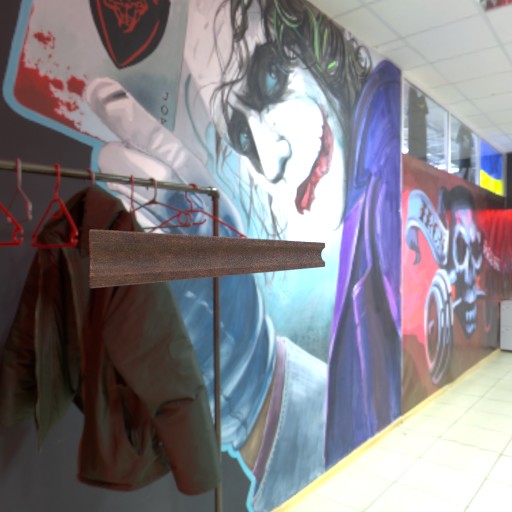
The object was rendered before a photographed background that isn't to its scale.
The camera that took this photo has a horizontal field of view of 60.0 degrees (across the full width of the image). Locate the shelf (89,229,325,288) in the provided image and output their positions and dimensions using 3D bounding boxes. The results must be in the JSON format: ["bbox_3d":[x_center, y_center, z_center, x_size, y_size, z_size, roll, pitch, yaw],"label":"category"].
[{"bbox_3d":[0.000,0.000,0.446,0.296,0.035,0.296,0,1,-17],"label":"shelf"}]
